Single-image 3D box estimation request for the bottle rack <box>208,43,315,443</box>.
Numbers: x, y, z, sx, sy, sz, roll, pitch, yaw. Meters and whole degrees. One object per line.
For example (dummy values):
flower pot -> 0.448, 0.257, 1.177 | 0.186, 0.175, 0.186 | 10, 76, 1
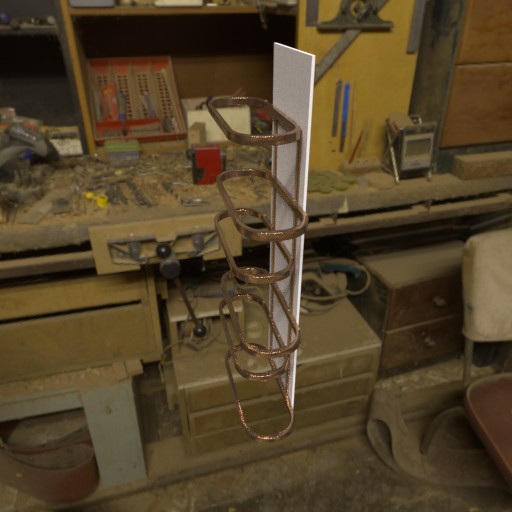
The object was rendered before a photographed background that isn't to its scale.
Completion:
bottle rack -> 0.000, 0.000, 0.835 | 0.118, 0.709, 0.332 | -7, 31, -12
